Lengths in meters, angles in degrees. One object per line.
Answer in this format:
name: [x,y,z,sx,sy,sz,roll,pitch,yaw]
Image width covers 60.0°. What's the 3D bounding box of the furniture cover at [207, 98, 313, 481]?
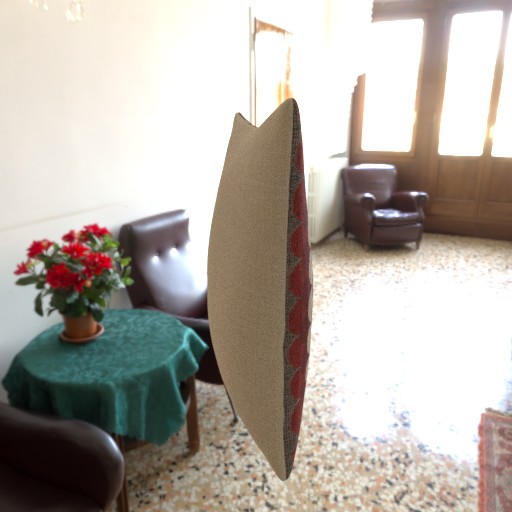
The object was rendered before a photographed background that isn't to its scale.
furniture cover: [0.000,0.000,0.652,0.145,0.420,0.435,-3,17,-9]
